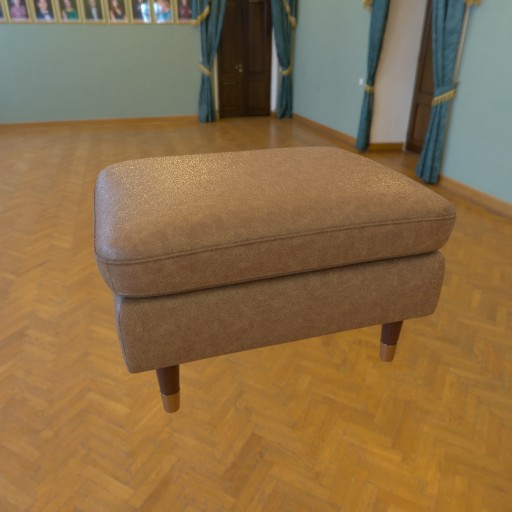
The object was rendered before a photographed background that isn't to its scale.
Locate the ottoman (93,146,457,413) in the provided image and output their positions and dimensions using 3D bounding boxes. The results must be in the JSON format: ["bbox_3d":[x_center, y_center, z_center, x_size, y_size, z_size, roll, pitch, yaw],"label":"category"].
[{"bbox_3d":[0.000,0.000,1.135,0.747,0.478,0.593,-8,28,-16],"label":"ottoman"}]
